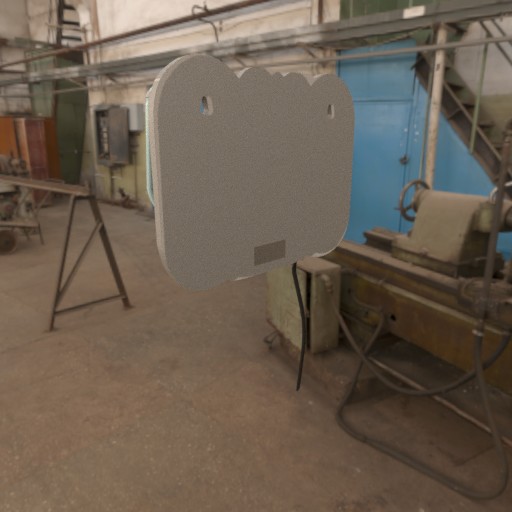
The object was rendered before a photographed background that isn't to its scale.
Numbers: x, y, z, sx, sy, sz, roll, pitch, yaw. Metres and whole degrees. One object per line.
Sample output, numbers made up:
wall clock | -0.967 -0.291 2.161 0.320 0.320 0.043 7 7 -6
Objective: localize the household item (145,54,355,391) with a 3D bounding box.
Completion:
household item | 0.000 0.000 0.374 0.042 0.294 0.211 15 22 43
